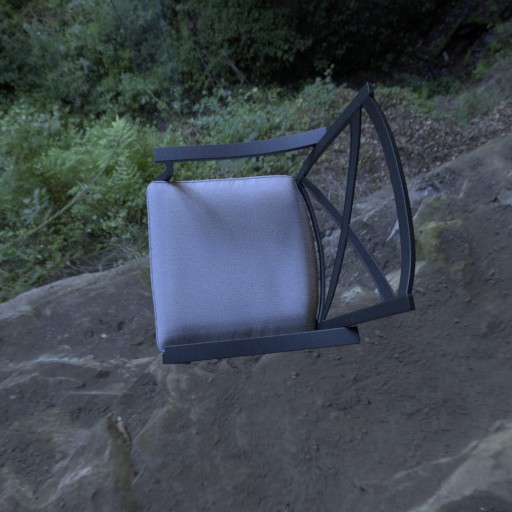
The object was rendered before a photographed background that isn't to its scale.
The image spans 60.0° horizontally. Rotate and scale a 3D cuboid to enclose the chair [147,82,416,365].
[{"bbox_3d":[0.000,0.000,1.307,0.620,0.889,0.575,-6,76,-1],"label":"chair"}]
